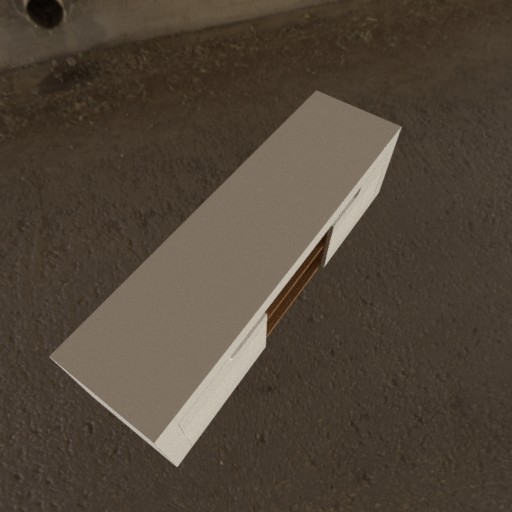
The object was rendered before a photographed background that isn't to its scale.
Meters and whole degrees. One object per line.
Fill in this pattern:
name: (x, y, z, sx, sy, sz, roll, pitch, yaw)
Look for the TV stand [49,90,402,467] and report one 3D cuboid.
TV stand: (0.000, 0.000, 1.742, 0.410, 0.440, 1.500, 31, 62, 18)
